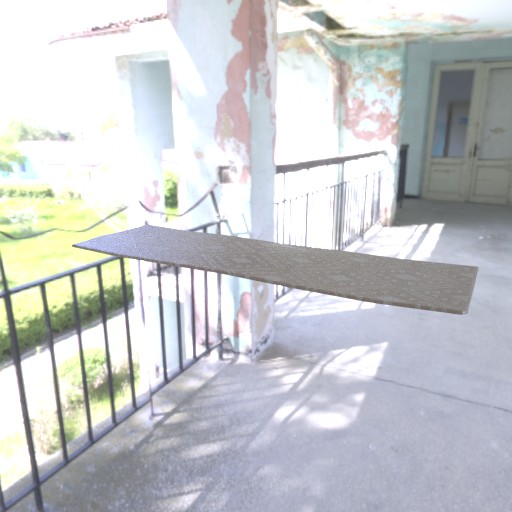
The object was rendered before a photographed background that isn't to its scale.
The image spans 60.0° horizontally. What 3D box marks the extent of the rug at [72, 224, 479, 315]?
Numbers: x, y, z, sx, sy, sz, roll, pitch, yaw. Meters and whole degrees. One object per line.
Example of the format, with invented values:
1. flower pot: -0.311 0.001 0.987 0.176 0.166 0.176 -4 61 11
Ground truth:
1. rug: 0.000 0.000 2.753 2.452 0.051 0.752 9 19 28
